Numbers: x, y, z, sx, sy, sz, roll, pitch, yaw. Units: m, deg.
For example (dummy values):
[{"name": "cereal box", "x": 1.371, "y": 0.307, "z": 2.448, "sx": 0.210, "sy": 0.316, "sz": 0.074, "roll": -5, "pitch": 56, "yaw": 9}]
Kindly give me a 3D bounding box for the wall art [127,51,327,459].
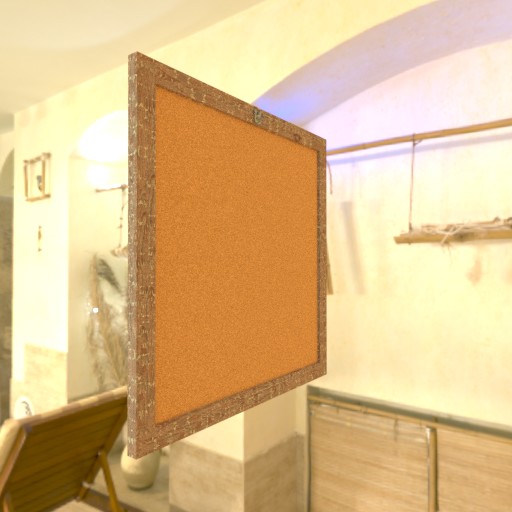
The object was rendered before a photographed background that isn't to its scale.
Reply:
[{"name": "wall art", "x": 0.000, "y": 0.000, "z": 0.567, "sx": 0.022, "sy": 0.380, "sz": 0.380, "roll": 0, "pitch": -1, "yaw": 36}]
